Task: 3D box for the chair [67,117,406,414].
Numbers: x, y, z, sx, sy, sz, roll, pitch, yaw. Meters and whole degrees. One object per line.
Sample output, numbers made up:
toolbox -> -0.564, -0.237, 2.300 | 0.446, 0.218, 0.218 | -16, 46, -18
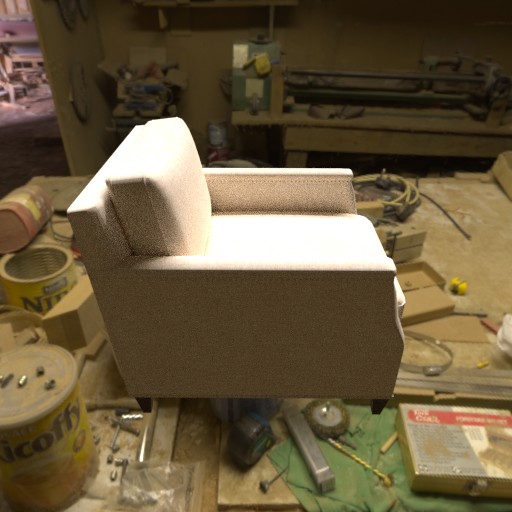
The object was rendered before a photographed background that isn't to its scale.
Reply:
chair -> 0.000, 0.000, 1.782 | 1.041, 0.940, 0.838 | 0, 33, 0
